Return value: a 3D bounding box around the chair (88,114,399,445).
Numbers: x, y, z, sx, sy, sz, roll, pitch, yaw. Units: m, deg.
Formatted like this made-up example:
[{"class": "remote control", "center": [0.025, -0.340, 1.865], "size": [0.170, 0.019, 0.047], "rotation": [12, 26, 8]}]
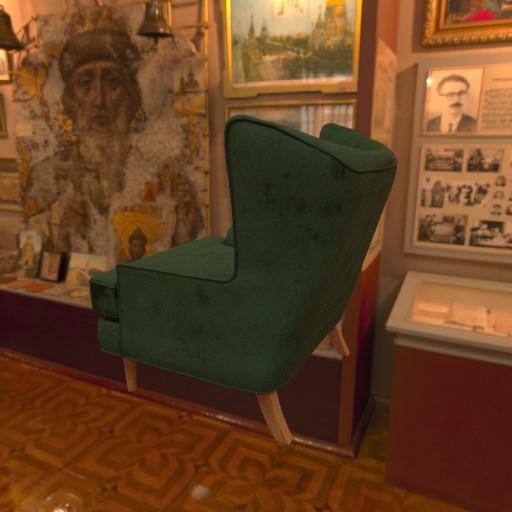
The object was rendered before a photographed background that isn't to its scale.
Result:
[{"class": "chair", "center": [0.000, 0.000, 1.625], "size": [0.910, 0.952, 0.793], "rotation": [8, 17, 26]}]
